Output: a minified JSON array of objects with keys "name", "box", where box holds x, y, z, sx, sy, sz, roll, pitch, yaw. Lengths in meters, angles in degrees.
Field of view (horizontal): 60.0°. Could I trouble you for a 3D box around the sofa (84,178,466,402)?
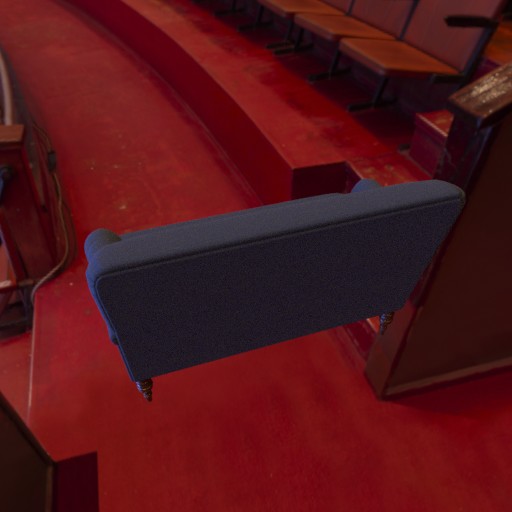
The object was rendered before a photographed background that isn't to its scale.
[{"name":"sofa","box":[0.000,0.000,1.824,1.297,0.889,0.779,-13,43,-14]}]
